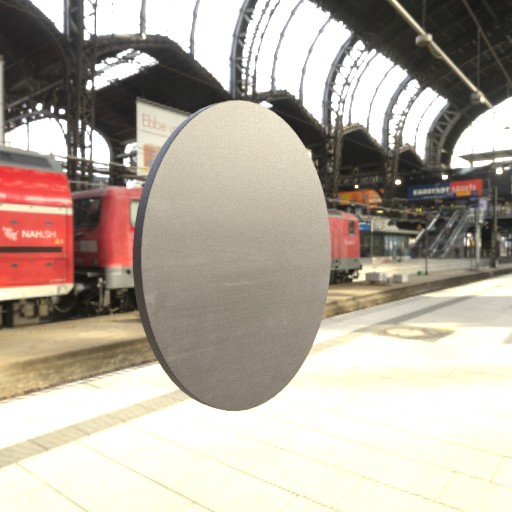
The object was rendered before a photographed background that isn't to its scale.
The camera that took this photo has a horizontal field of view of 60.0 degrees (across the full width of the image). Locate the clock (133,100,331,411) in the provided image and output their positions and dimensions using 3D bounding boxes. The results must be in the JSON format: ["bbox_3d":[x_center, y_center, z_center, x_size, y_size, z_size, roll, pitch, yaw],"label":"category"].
[{"bbox_3d":[0.000,0.000,0.889,0.029,0.595,0.595,1,2,37],"label":"clock"}]
